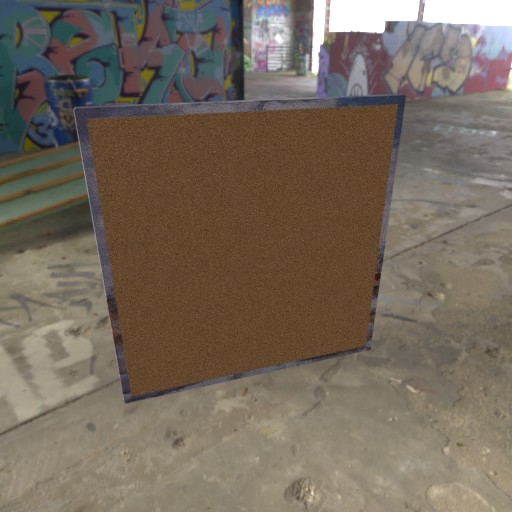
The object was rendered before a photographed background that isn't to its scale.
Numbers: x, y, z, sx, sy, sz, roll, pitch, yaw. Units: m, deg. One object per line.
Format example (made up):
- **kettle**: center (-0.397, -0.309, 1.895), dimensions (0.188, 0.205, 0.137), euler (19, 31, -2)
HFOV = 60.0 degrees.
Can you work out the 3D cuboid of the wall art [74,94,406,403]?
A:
- **wall art**: center (0.000, 0.000, 1.346), dimensions (0.888, 0.897, 0.035), euler (-8, 27, -16)
